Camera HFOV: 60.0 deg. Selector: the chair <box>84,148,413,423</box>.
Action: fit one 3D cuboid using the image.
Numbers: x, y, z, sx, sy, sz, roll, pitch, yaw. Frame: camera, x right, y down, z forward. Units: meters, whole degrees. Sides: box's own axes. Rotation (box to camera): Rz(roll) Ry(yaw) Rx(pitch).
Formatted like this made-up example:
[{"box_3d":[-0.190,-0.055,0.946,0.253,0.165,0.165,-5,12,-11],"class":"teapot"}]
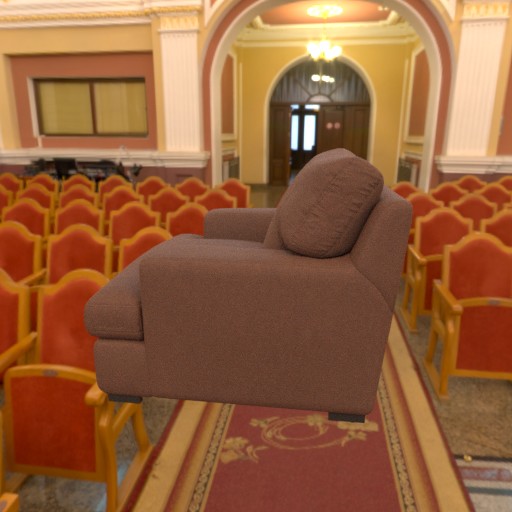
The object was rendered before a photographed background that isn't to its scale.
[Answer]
[{"box_3d":[0.000,0.000,2.035,1.143,0.940,1.168,2,15,8],"class":"chair"}]
